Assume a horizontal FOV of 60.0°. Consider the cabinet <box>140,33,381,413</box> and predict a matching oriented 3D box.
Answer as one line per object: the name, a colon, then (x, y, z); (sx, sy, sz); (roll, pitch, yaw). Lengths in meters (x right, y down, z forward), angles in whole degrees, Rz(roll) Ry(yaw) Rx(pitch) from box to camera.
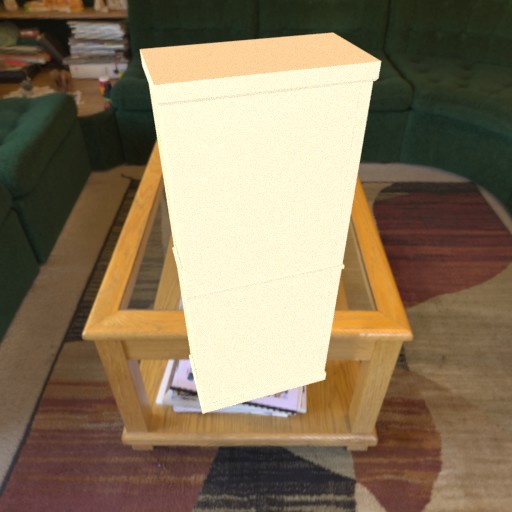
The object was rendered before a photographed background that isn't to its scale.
cabinet: (0.000, 0.000, 2.125); (0.754, 1.829, 0.390); (-11, 42, -13)
